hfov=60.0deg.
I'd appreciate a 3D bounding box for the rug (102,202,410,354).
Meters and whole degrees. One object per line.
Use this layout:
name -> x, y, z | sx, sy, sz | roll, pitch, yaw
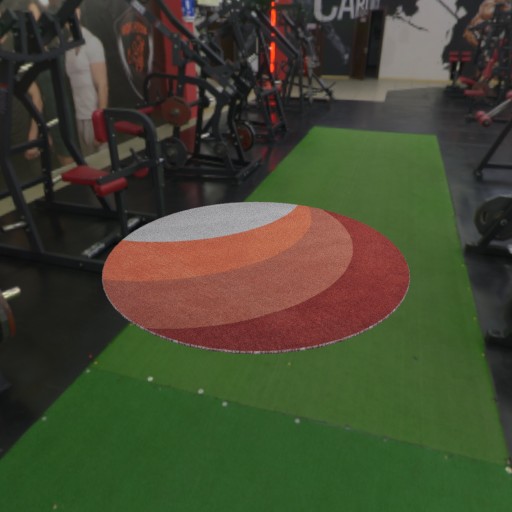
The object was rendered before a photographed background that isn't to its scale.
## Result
rug -> 0.000, 0.000, 2.280 | 1.514, 0.015, 1.514 | 0, 28, 0
